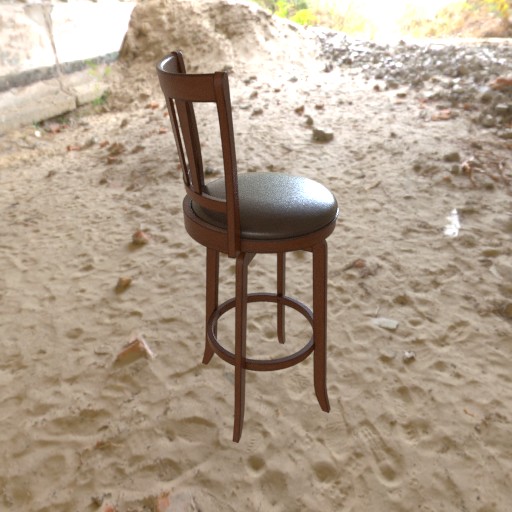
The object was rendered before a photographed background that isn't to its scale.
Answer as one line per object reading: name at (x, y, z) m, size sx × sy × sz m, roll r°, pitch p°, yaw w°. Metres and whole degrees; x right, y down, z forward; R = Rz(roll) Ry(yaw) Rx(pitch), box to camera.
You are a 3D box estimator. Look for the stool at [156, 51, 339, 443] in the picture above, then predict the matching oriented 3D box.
stool at (0.000, 0.000, 1.428) m, size 0.503 × 1.177 × 0.464 m, roll -11°, pitch 32°, yaw -18°
